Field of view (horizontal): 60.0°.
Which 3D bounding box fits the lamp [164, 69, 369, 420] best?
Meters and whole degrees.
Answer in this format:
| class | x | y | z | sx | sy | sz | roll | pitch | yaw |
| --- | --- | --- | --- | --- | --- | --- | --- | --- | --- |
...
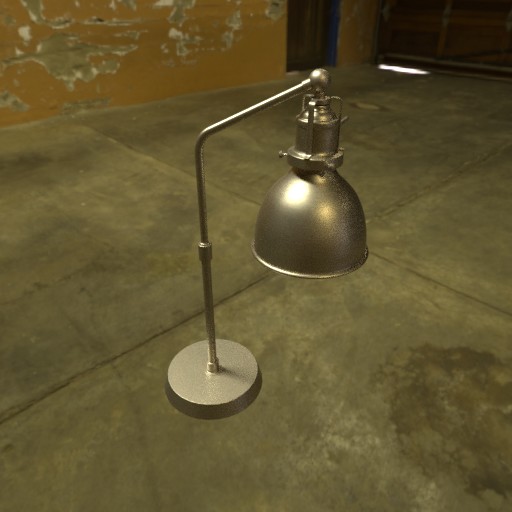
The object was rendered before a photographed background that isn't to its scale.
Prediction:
| class | x | y | z | sx | sy | sz | roll | pitch | yaw |
| --- | --- | --- | --- | --- | --- | --- | --- | --- | --- |
| lamp | 0.000 | 0.000 | 0.580 | 0.286 | 0.456 | 0.153 | 1 | 31 | 2 |
